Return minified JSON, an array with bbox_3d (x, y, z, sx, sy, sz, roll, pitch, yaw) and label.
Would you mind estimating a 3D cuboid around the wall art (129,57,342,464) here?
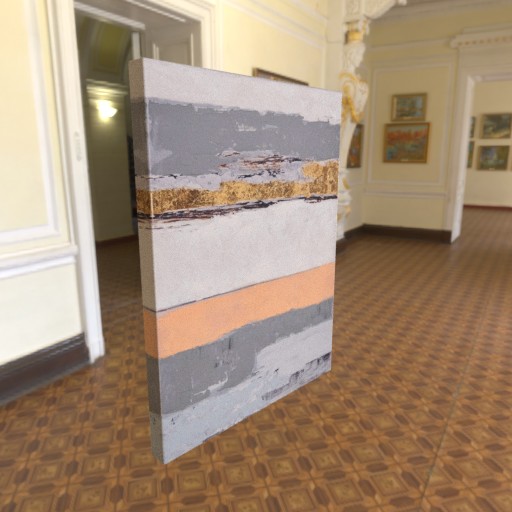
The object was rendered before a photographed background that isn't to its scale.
[{"bbox_3d":[0.000,0.000,0.812,0.038,0.609,0.456,12,18,43],"label":"wall art"}]
